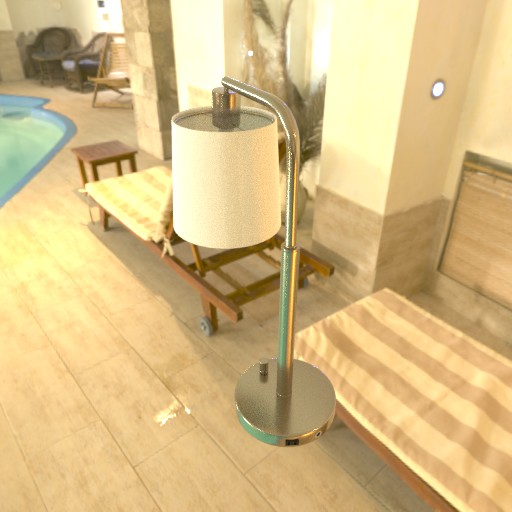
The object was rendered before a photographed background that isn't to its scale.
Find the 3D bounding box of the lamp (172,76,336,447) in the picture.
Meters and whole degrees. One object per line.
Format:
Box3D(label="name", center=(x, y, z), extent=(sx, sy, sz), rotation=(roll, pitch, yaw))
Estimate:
Box3D(label="lamp", center=(0.000, 0.000, 0.667), extent=(0.171, 0.489, 0.333), rotation=(-19, 36, -29))
